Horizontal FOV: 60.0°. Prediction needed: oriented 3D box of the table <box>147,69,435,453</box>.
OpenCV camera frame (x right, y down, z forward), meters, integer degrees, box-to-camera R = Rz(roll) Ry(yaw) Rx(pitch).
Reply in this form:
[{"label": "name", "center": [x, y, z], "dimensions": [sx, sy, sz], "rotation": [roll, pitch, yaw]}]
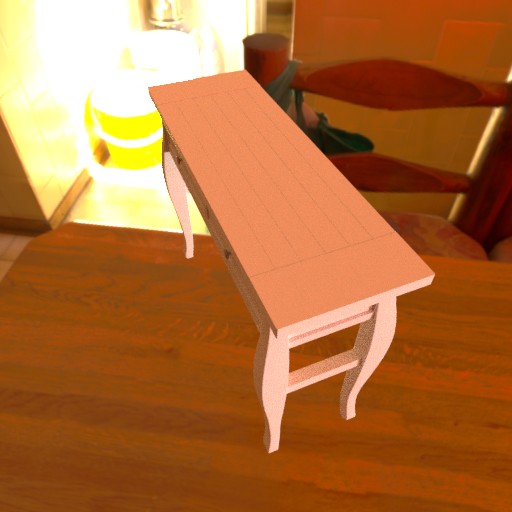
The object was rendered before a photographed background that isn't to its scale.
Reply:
[{"label": "table", "center": [0.000, 0.000, 1.477], "dimensions": [0.373, 0.768, 1.062], "rotation": [-17, 48, -15]}]
